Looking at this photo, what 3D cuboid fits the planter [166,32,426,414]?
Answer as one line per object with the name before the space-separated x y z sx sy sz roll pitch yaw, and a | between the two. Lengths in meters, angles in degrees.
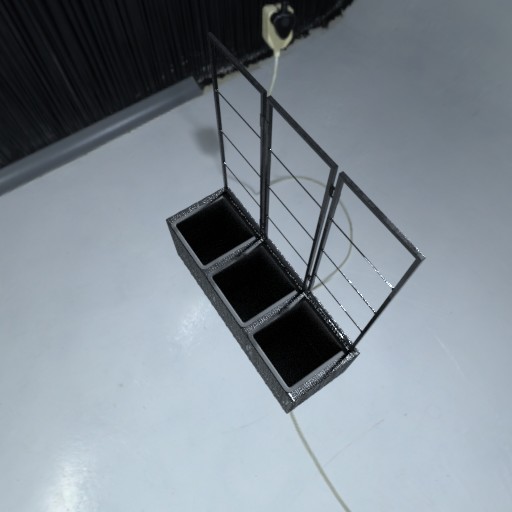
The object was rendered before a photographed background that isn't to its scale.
planter | 0.000 0.000 1.193 0.244 0.841 0.698 -32 68 -15
